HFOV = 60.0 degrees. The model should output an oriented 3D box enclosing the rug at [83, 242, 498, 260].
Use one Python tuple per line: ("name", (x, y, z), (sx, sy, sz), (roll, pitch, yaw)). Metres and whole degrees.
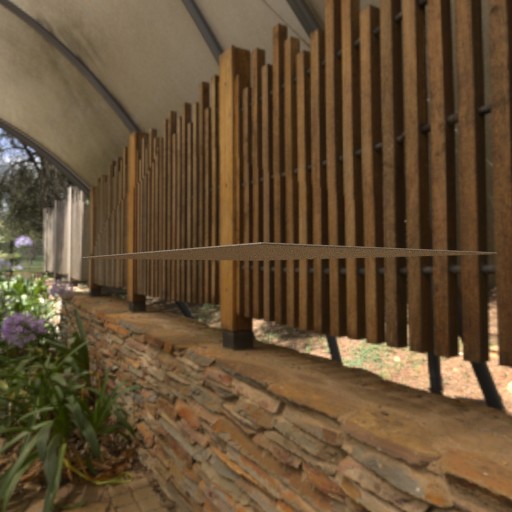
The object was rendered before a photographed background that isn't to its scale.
("rug", (0.000, 0.000, 3.622), (2.005, 0.013, 2.890), (1, -2, -35))
